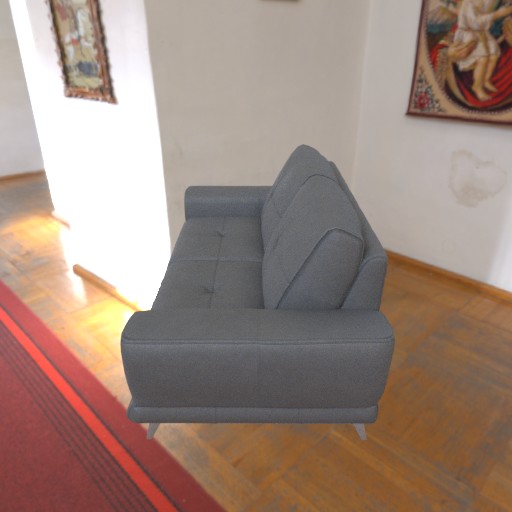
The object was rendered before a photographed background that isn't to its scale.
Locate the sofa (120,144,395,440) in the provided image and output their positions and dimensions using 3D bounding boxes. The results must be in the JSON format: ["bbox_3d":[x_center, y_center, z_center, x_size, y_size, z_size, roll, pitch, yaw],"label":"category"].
[{"bbox_3d":[0.000,0.000,2.391,1.018,0.907,1.806,0,27,0],"label":"sofa"}]
